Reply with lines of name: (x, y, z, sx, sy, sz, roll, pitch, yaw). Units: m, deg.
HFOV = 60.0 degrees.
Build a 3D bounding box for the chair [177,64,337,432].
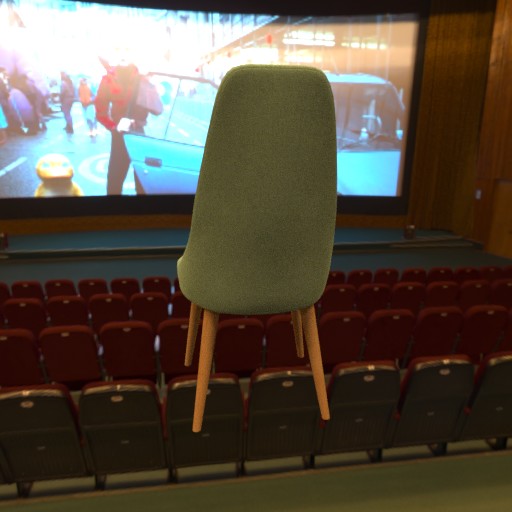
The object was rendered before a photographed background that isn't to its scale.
chair: (0.000, 0.000, 1.415, 0.510, 1.040, 0.660, -2, 15, -8)
